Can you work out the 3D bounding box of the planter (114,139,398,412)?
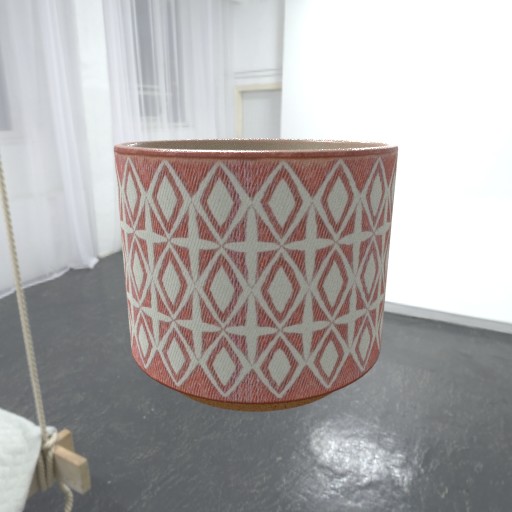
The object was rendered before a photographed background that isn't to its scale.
[{"bbox_3d":[0.000,0.000,0.478,0.273,0.237,0.273,0,17,0],"label":"planter"}]
